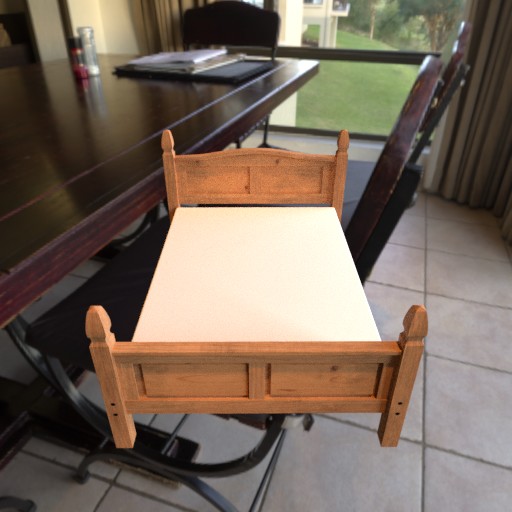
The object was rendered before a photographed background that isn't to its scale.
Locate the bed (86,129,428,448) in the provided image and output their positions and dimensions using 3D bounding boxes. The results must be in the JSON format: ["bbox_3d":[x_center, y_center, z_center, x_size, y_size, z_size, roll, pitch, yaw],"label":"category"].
[{"bbox_3d":[0.000,0.000,2.929,1.490,1.100,2.069,0,32,0],"label":"bed"}]
